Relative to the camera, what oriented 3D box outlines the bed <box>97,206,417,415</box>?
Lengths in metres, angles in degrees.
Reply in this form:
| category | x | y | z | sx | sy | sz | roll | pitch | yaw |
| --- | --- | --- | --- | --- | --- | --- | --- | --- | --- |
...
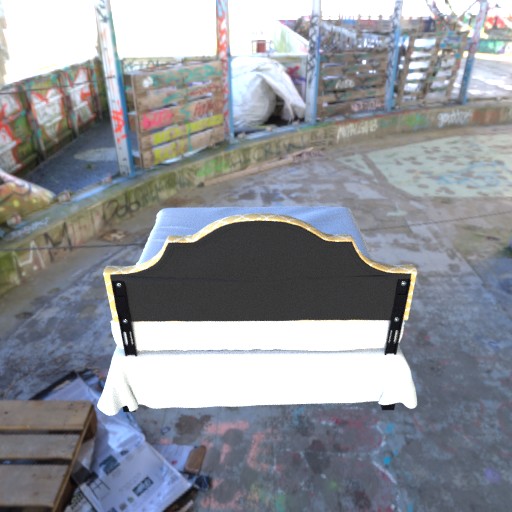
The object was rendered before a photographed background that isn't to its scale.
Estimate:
| category | x | y | z | sx | sy | sz | roll | pitch | yaw |
| --- | --- | --- | --- | --- | --- | --- | --- | --- | --- |
| bed | 0.000 | 0.000 | 3.811 | 2.314 | 1.601 | 2.222 | 0 | 29 | 0 |
